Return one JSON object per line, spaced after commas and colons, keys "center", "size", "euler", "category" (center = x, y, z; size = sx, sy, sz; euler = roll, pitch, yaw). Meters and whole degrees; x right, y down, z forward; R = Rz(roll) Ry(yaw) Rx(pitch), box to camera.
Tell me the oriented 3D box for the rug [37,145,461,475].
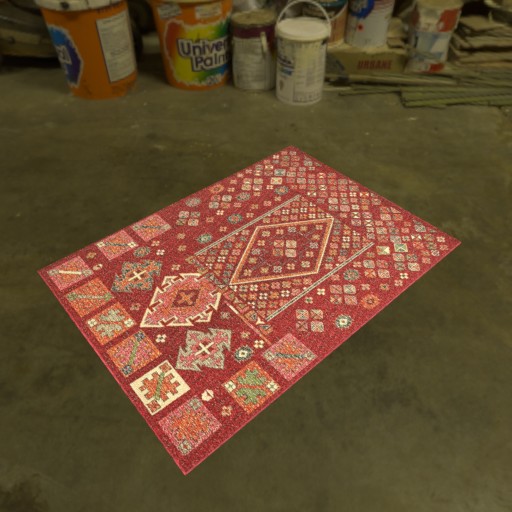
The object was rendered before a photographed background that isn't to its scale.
{"center": [0.000, 0.000, 2.803], "size": [2.184, 0.007, 1.579], "euler": [-32, 53, -28], "category": "rug"}
